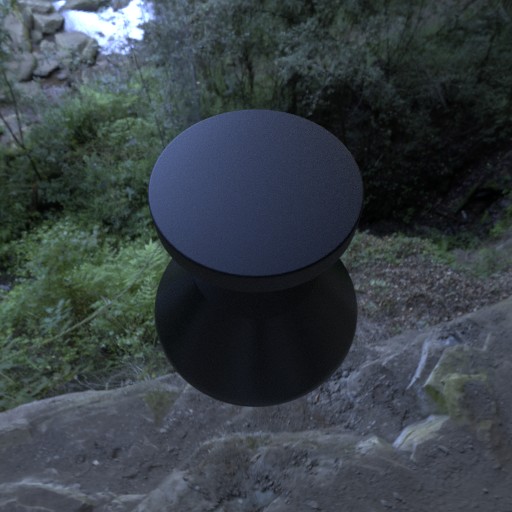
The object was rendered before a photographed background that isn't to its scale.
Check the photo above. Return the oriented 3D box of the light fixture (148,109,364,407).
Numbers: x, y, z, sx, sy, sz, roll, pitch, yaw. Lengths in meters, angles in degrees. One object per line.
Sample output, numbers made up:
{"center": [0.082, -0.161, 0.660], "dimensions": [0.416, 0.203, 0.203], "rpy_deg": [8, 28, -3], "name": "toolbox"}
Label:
{"center": [0.000, 0.000, 0.363], "dimensions": [0.200, 0.183, 0.200], "rpy_deg": [0, 59, 0], "name": "light fixture"}
